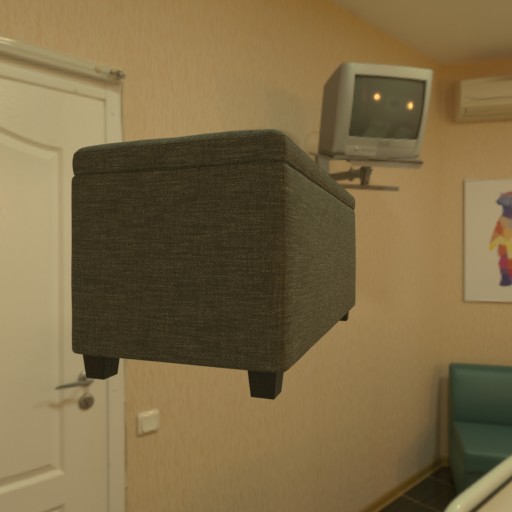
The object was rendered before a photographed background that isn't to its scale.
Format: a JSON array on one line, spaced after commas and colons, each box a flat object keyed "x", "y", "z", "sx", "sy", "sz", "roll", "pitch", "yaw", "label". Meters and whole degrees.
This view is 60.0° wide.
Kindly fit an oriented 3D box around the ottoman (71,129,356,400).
[{"x": 0.000, "y": 0.000, "z": 1.135, "sx": 0.419, "sy": 0.432, "sz": 0.902, "roll": 0, "pitch": 1, "yaw": 19, "label": "ottoman"}]
